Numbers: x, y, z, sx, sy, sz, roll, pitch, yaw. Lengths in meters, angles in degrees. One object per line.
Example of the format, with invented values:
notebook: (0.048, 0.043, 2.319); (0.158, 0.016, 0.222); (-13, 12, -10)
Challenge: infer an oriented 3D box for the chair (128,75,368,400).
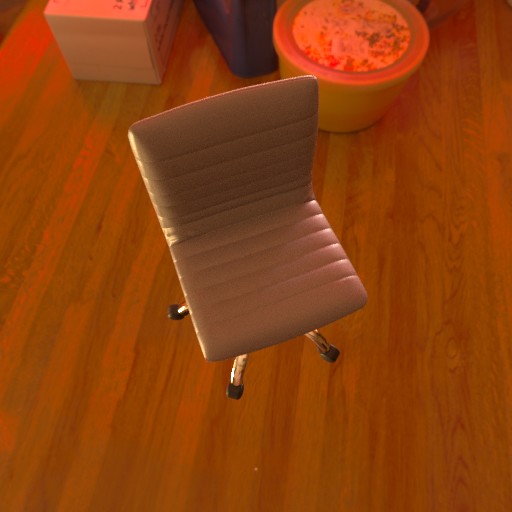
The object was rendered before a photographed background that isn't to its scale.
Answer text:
chair: (0.000, 0.000, 1.140); (0.569, 0.750, 0.542); (-18, 66, -9)
